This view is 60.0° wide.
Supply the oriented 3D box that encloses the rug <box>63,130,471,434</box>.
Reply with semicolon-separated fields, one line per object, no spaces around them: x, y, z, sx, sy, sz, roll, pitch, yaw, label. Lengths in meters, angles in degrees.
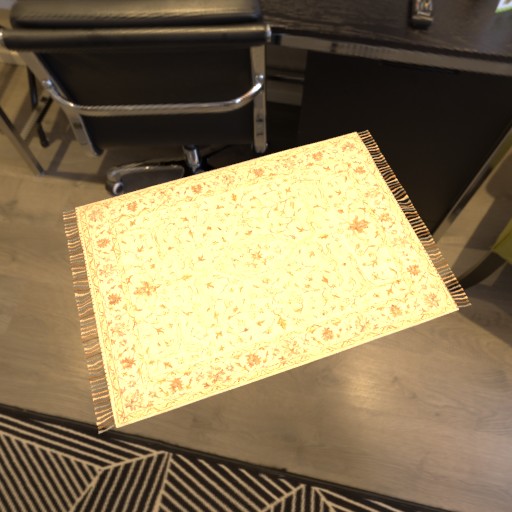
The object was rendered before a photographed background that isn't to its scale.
0.000;0.000;2.322;1.861;0.017;1.218;-17;64;-8;rug
